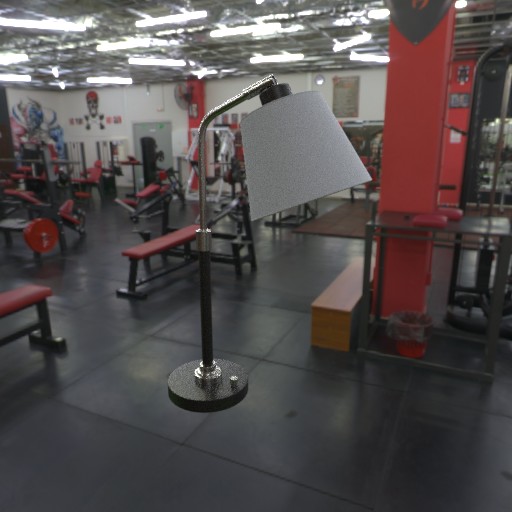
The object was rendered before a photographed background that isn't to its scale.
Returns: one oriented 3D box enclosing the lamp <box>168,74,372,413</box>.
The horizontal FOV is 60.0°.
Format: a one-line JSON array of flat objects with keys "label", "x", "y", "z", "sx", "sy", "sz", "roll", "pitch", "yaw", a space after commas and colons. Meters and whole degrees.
[{"label": "lamp", "x": 0.000, "y": 0.000, "z": 0.709, "sx": 0.348, "sy": 0.539, "sz": 0.181, "roll": 8, "pitch": 17, "yaw": 27}]
